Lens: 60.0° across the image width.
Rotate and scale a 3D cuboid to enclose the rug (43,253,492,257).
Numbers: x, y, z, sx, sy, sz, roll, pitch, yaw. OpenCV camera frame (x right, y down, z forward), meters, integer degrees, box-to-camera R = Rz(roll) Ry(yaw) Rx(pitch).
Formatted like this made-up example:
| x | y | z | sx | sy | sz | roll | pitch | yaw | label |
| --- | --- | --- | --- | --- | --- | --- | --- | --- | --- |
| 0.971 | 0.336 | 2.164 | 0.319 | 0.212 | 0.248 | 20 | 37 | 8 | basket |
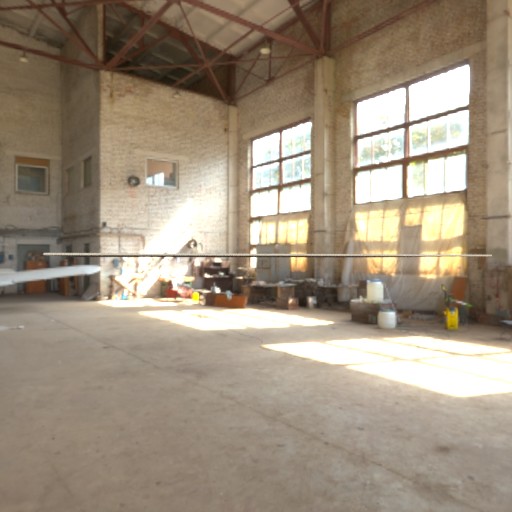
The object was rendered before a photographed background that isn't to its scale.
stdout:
| x | y | z | sx | sy | sz | roll | pitch | yaw | label |
| --- | --- | --- | --- | --- | --- | --- | --- | --- | --- |
| 0.000 | 0.000 | 2.282 | 1.828 | 0.007 | 1.220 | 0 | 0 | -18 | rug |
